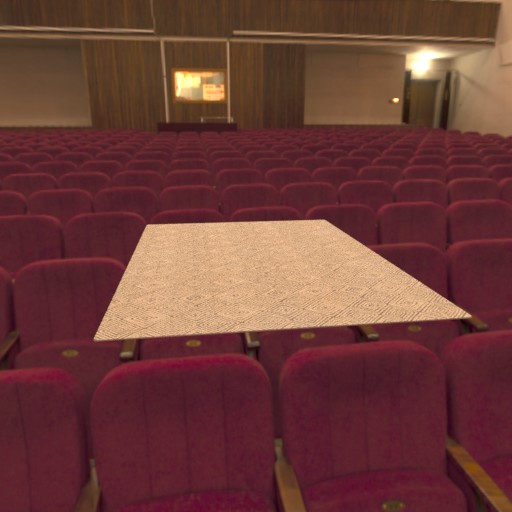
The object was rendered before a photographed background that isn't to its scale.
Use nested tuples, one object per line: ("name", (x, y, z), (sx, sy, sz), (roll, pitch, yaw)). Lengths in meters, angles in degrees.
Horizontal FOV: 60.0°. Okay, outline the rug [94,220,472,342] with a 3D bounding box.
("rug", (0.000, 0.000, 2.891), (1.593, 0.008, 2.238), (-2, 16, -8))
